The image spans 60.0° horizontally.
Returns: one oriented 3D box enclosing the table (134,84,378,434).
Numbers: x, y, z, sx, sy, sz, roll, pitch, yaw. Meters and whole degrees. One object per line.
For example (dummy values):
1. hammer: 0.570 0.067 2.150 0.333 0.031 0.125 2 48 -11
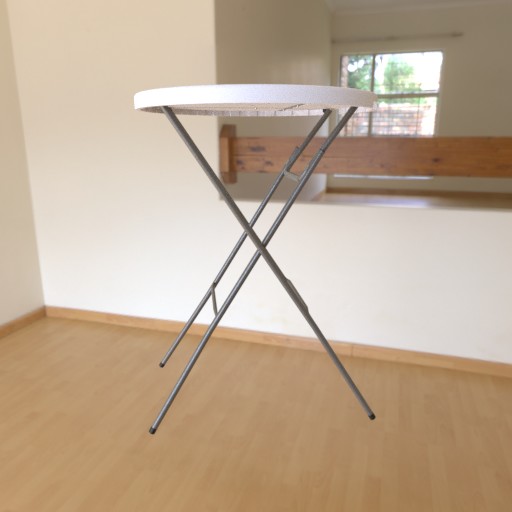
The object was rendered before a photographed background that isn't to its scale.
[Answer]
1. table: 0.000 0.000 1.633 0.795 1.105 0.792 -2 15 -7
